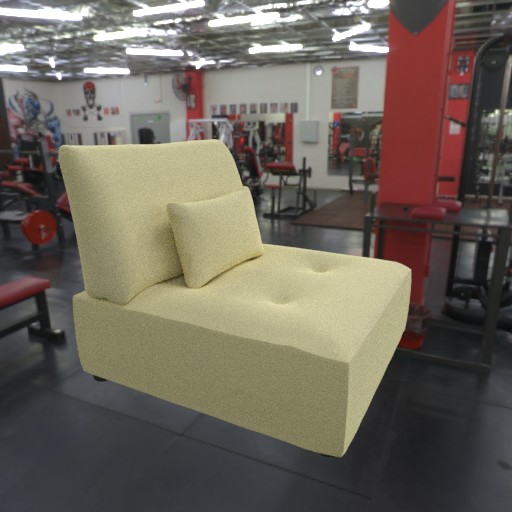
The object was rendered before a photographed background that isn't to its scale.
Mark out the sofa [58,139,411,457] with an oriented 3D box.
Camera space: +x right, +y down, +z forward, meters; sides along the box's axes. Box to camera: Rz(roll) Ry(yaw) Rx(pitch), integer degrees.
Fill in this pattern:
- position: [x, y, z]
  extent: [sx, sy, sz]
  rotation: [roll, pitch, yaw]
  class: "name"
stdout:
- position: [0.000, 0.000, 1.663]
  extent: [1.000, 0.820, 0.930]
  rotation: [8, 18, 27]
  class: "sofa"
